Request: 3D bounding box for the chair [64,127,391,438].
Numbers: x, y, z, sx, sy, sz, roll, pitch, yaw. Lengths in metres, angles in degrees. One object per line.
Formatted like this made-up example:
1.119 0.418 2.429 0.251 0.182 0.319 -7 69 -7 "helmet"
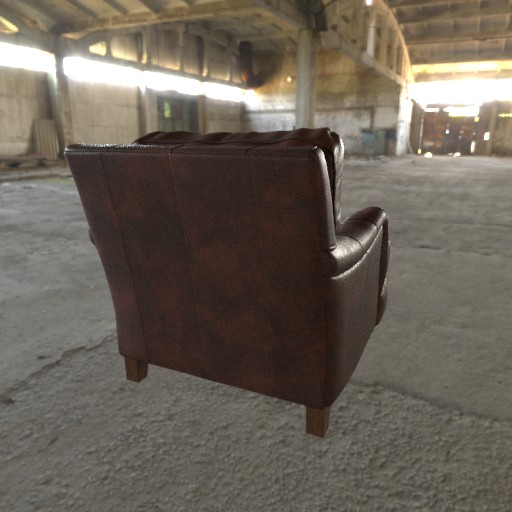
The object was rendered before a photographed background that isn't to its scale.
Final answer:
0.000 0.000 1.905 0.987 1.051 1.156 7 17 25 "chair"
